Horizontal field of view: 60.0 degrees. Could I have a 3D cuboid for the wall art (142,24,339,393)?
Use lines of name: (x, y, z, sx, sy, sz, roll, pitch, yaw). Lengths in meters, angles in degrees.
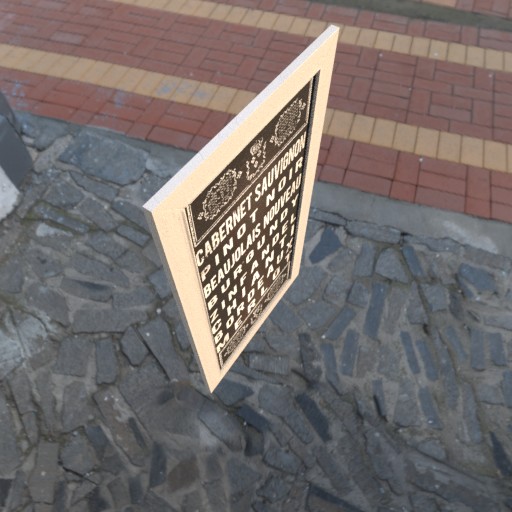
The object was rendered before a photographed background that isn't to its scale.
wall art: (0.000, 0.000, 0.810, 0.013, 0.683, 0.380, 30, 63, 17)
